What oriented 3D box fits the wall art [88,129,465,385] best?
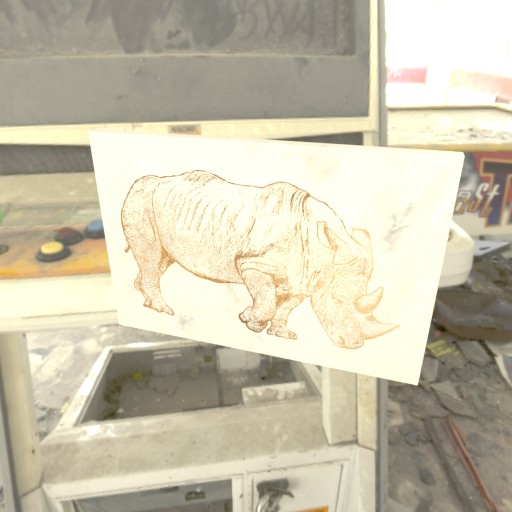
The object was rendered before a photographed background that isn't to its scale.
[{"bbox_3d":[0.000,0.000,1.188,0.915,0.610,0.038,8,27,16],"label":"wall art"}]
